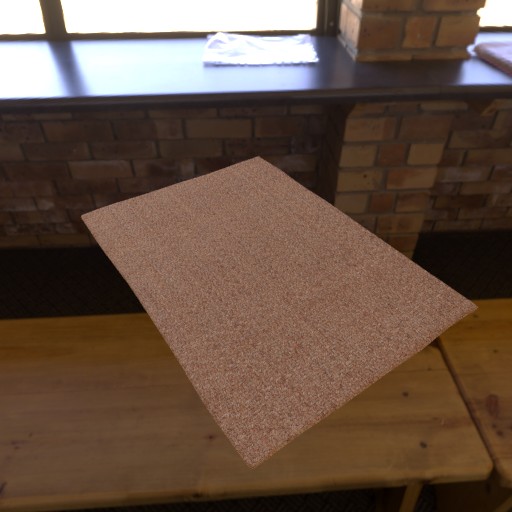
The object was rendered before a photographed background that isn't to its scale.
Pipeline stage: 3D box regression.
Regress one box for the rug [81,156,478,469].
[{"bbox_3d":[0.000,0.000,2.772,1.566,0.013,2.141,-24,46,-26],"label":"rug"}]
